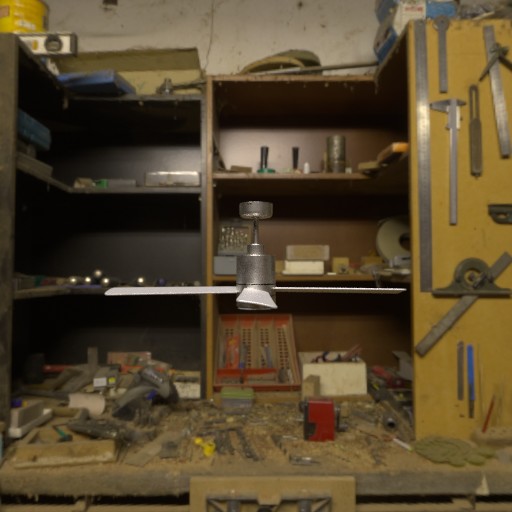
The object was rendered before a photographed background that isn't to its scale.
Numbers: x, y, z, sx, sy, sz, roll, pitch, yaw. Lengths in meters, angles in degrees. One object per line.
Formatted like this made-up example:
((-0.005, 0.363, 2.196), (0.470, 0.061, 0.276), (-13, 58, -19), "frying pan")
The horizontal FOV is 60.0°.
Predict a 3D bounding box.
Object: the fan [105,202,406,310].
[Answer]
((0.000, 0.000, 2.296), (1.525, 0.539, 1.525), (0, -1, 0), "fan")
